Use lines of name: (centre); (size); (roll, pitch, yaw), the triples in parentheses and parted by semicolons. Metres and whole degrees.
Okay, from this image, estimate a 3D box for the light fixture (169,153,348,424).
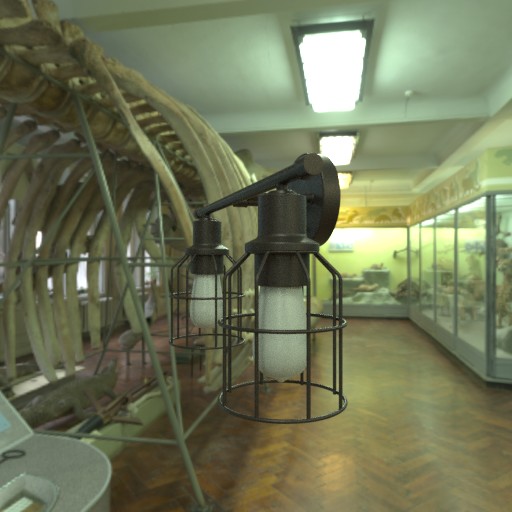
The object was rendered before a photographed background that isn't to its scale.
light fixture: (0.000, 0.000, 0.532); (0.165, 0.254, 0.406); (0, 0, -20)
